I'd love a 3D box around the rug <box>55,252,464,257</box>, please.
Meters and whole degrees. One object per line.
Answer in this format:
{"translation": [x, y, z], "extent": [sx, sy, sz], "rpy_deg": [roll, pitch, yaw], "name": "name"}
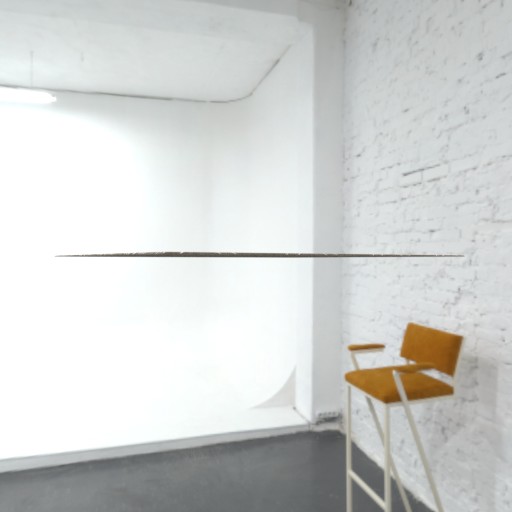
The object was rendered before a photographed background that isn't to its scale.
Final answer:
{"translation": [0.000, 0.000, 4.234], "extent": [3.062, 0.012, 2.457], "rpy_deg": [0, -1, -37], "name": "rug"}
